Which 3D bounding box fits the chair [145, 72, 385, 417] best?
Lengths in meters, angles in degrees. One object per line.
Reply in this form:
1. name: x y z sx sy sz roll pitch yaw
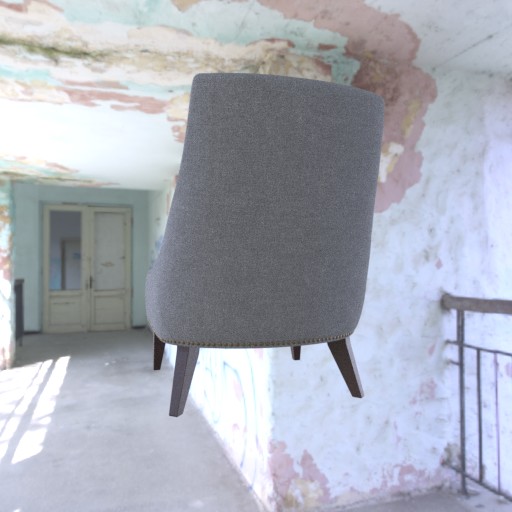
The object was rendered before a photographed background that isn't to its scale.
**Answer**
1. chair: 0.000 0.000 1.517 0.701 0.909 0.861 0 -1 -17
